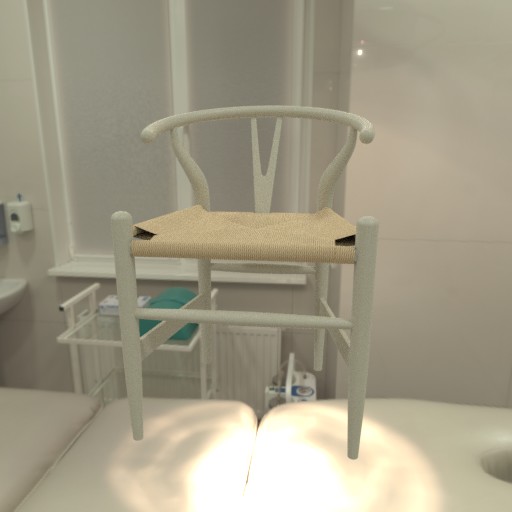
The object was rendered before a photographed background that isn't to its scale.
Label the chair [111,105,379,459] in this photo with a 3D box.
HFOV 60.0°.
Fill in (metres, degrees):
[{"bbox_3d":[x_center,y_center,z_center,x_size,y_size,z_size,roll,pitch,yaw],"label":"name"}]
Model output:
[{"bbox_3d":[0.000,0.000,1.089,0.533,0.736,0.500,2,15,7],"label":"chair"}]
